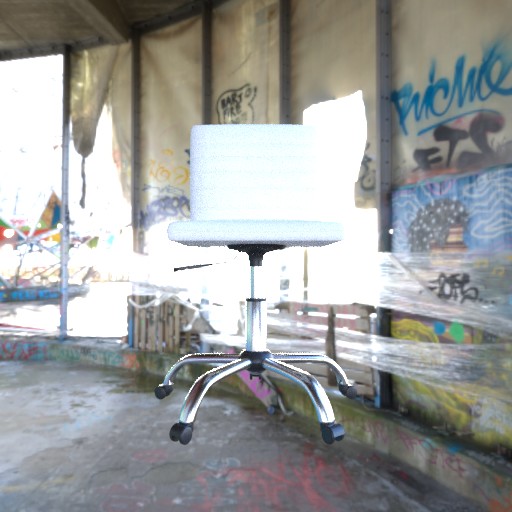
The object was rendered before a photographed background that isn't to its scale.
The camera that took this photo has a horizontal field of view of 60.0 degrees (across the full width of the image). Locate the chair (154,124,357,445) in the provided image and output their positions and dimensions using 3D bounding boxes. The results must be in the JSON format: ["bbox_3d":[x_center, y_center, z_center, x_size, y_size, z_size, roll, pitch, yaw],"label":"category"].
[{"bbox_3d":[0.000,0.000,1.165,0.556,0.780,0.530,0,-1,0],"label":"chair"}]
